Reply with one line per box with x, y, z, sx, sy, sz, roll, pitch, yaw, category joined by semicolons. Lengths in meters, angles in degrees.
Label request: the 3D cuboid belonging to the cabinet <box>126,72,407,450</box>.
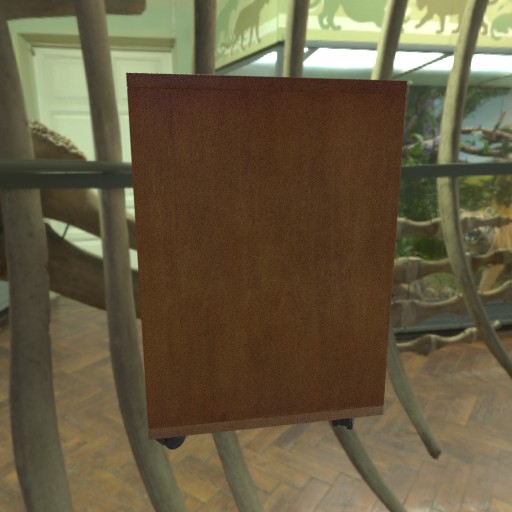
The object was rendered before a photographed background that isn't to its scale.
0.000;0.000;0.847;0.401;0.579;0.409;-2;13;-10;cabinet
